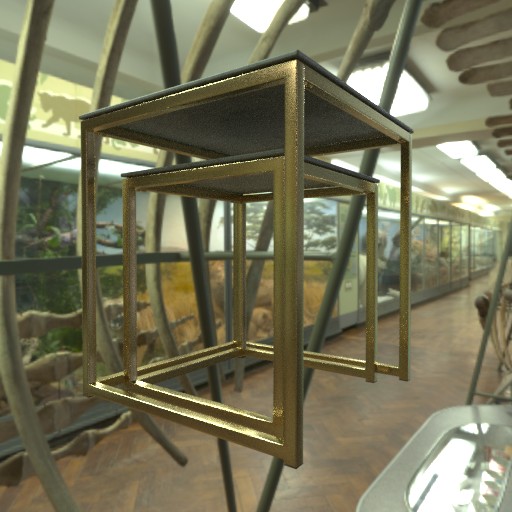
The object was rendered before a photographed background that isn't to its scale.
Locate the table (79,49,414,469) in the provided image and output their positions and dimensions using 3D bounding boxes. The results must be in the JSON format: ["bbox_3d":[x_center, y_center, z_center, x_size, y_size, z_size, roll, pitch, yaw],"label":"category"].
[{"bbox_3d":[0.000,0.000,0.839,0.450,0.500,0.450,1,2,36],"label":"table"}]
